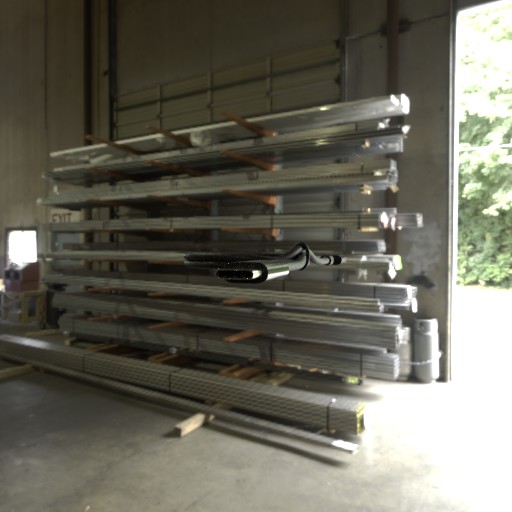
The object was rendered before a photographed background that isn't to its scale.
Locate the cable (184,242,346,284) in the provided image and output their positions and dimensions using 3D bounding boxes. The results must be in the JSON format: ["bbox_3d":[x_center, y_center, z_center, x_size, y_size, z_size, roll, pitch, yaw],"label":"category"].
[{"bbox_3d":[0.000,0.000,0.225,0.070,0.014,0.203,0,1,18],"label":"cable"}]
